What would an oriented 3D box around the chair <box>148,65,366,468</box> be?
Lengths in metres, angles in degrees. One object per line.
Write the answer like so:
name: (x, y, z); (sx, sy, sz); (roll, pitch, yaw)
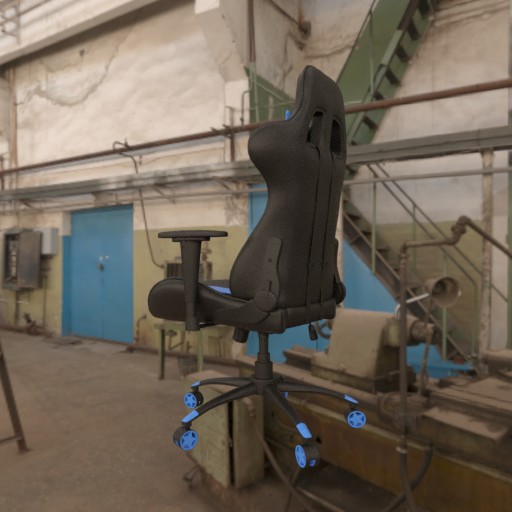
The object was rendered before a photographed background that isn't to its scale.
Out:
chair: (0.000, 0.000, 1.693); (0.730, 1.282, 0.695); (0, 0, 34)
